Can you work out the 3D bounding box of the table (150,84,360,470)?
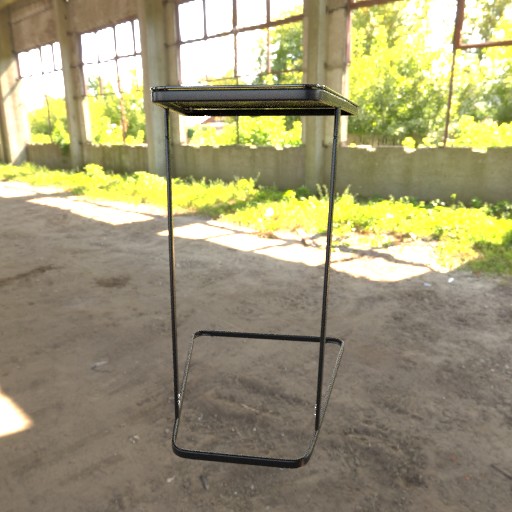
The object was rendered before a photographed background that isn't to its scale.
[{"bbox_3d":[0.000,0.000,0.931,0.427,0.624,0.500,2,15,7],"label":"table"}]
